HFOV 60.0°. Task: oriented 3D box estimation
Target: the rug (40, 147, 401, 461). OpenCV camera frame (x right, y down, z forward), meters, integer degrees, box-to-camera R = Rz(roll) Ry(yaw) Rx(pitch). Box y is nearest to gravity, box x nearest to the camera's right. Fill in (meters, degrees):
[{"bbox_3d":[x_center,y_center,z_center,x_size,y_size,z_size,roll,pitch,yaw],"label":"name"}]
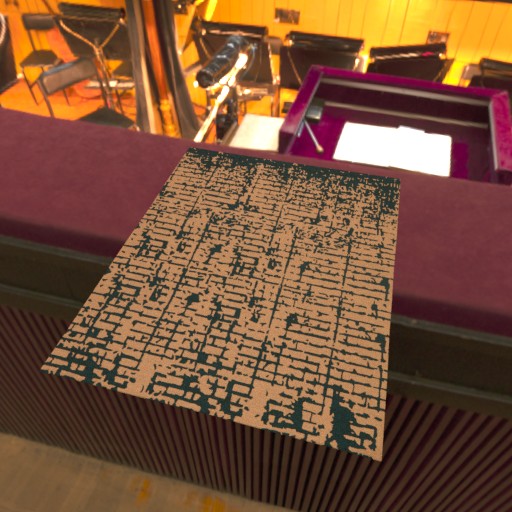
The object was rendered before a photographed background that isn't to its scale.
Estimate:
[{"bbox_3d":[0.000,0.000,3.975,2.416,0.014,3.017,11,47,10],"label":"rug"}]
